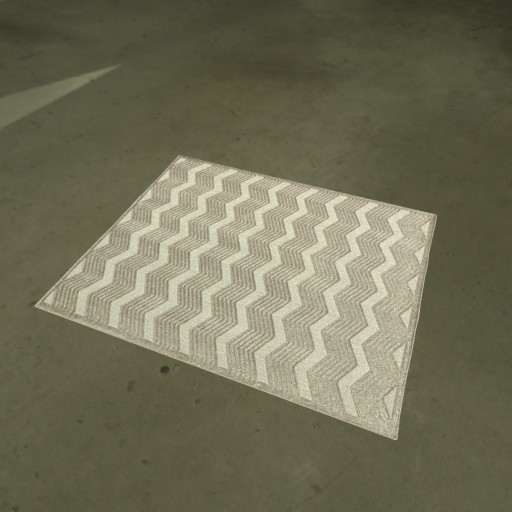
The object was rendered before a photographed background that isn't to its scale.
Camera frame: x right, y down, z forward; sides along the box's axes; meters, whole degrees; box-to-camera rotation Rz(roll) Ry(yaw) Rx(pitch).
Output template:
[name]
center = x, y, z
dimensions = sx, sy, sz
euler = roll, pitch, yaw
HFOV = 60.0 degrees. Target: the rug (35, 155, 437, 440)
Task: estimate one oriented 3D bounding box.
[rug]
center = 0.000, 0.000, 3.961
dimensions = 2.880, 0.005, 2.391
euler = 16, 47, 15
